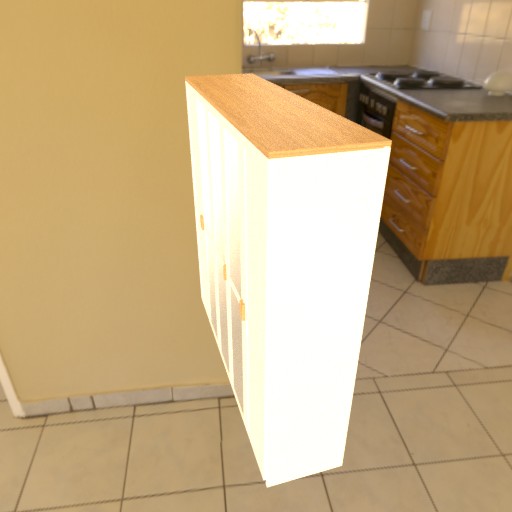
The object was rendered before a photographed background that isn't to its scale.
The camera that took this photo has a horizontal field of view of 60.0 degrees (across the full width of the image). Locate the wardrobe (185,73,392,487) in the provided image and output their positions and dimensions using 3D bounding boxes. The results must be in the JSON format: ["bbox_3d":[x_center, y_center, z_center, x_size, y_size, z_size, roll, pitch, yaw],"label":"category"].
[{"bbox_3d":[0.000,0.000,3.328,0.590,2.260,2.160,-9,31,-15],"label":"wardrobe"}]
